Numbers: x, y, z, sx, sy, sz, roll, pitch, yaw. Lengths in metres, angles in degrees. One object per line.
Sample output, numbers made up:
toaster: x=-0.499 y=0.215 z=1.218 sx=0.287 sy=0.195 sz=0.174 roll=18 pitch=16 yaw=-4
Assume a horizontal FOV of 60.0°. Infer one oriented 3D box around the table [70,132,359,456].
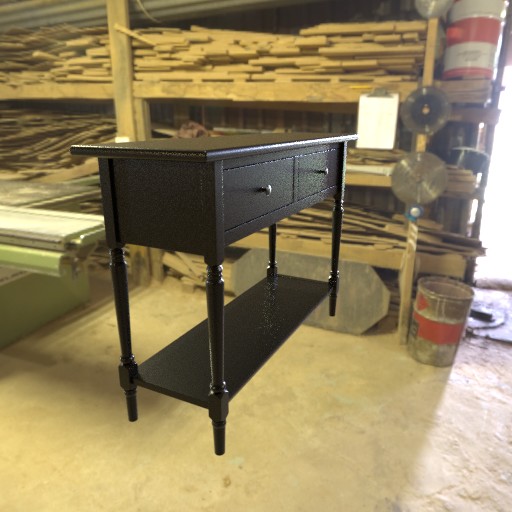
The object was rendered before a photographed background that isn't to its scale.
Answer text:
table: x=0.000 y=0.000 z=1.589 sx=0.386 sy=0.819 sz=1.191 roll=9 pitch=19 yaw=26
